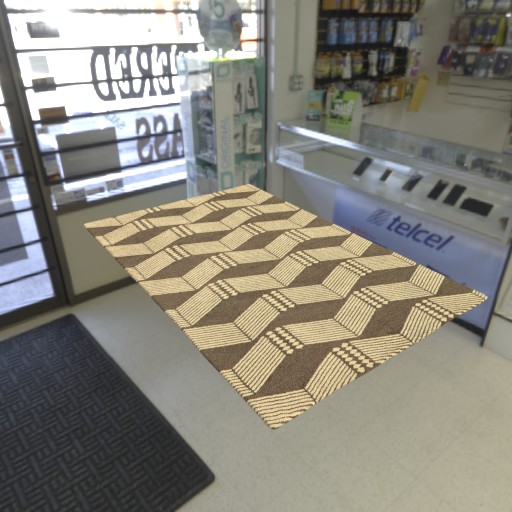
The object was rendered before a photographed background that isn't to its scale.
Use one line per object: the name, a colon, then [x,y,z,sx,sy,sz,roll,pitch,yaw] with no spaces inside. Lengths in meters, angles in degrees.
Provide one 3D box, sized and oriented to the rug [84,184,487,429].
rug: [0.000,0.000,2.294,1.210,0.016,1.833,-19,34,-31]
